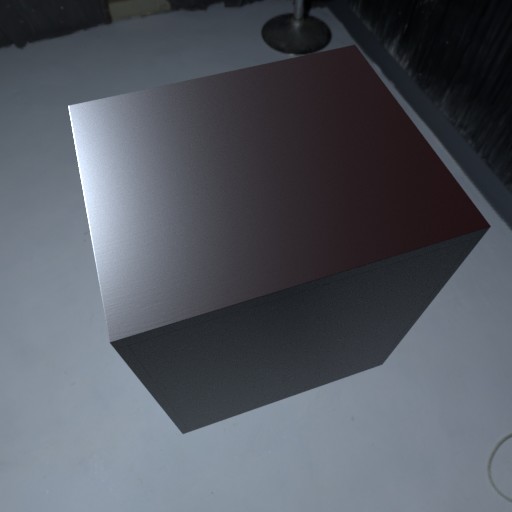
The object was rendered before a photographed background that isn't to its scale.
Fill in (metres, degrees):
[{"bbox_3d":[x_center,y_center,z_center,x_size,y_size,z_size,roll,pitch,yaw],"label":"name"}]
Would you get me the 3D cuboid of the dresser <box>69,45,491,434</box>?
[{"bbox_3d":[0.000,0.000,0.722,0.400,0.470,0.360,-16,60,-10],"label":"dresser"}]
